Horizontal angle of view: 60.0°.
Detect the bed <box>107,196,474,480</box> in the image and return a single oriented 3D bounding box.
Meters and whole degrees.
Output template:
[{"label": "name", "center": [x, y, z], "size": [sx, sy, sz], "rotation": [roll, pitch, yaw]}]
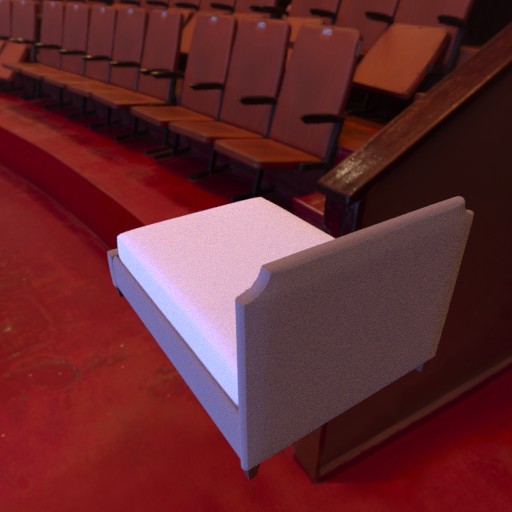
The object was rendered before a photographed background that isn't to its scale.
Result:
[{"label": "bed", "center": [0.000, 0.000, 3.446], "size": [1.713, 1.443, 2.372], "rotation": [-19, 35, -29]}]
